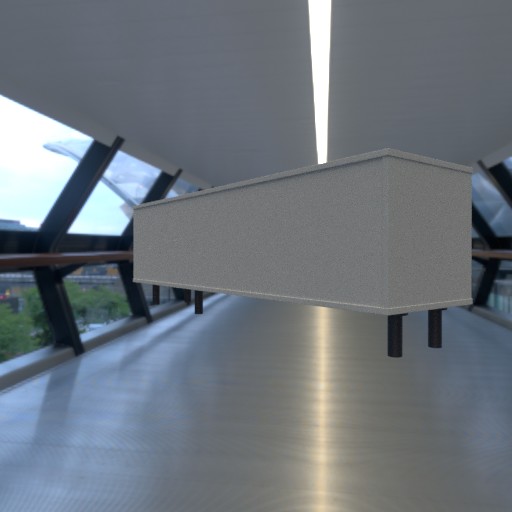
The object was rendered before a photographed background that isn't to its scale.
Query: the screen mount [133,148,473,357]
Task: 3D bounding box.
[{"bbox_3d":[0.000,0.000,1.821,0.418,0.520,1.600,0,0,-37],"label":"screen mount"}]
